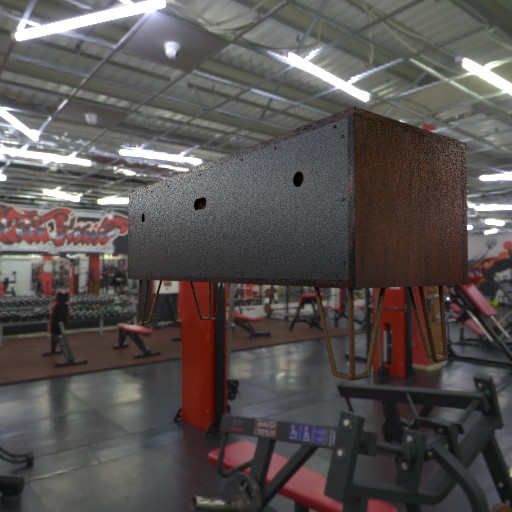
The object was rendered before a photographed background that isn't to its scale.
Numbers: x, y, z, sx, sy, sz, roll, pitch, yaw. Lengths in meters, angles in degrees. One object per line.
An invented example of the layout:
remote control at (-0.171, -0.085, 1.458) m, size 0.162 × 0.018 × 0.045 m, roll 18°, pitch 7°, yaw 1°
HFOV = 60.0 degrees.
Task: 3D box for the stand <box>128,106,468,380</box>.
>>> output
stand at (0.000, 0.000, 1.654) m, size 0.481 × 0.610 × 1.372 m, roll 1°, pitch -2°, yaw -36°
